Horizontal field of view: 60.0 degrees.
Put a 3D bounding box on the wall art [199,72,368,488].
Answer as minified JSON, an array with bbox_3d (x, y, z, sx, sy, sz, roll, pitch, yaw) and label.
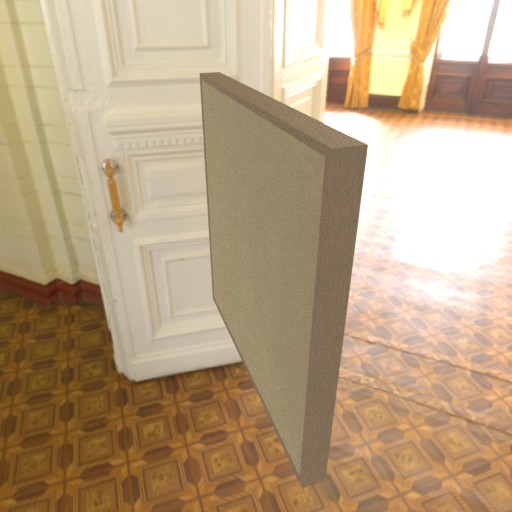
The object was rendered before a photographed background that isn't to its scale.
[{"bbox_3d":[0.000,0.000,0.738,0.038,0.506,0.508,-10,31,-17],"label":"wall art"}]
